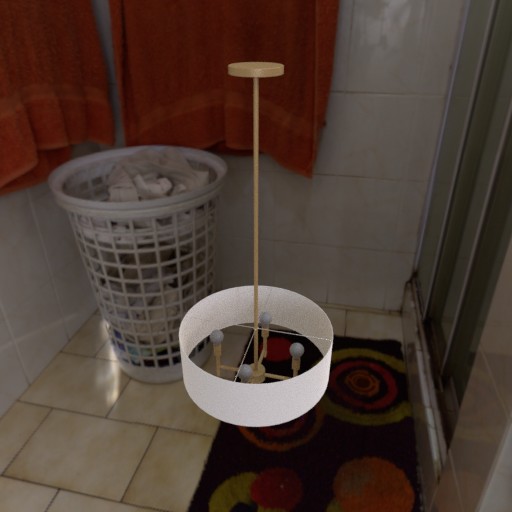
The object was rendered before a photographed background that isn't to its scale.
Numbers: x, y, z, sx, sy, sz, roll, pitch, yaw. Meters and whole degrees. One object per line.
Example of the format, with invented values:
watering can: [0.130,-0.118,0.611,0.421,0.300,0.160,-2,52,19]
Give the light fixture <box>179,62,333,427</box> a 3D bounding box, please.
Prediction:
light fixture: [0.000,0.000,1.341,0.508,1.067,0.508,0,30,0]
